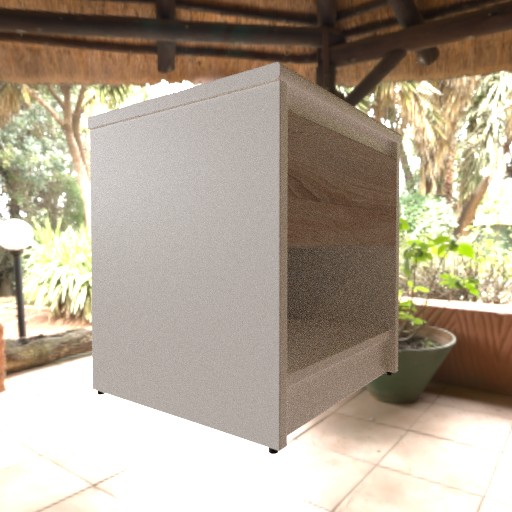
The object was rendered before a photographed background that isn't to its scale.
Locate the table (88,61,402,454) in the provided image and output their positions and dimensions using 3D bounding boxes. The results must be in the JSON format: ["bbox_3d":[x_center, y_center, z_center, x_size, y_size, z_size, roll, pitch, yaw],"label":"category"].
[{"bbox_3d":[0.000,0.000,0.792,0.380,0.460,0.420,1,2,36],"label":"table"}]
